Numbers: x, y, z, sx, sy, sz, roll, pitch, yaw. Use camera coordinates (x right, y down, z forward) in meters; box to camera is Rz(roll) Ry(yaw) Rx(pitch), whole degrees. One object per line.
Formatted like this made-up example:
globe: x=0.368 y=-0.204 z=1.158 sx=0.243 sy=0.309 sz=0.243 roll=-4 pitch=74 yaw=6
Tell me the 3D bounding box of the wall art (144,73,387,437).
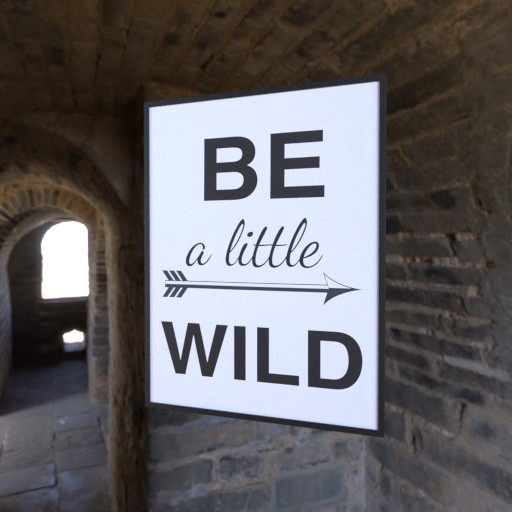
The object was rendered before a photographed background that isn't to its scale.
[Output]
wall art: x=0.000 y=0.000 z=1.436 sx=0.806 sy=1.062 sz=0.038 roll=0 pitch=1 yaw=18
